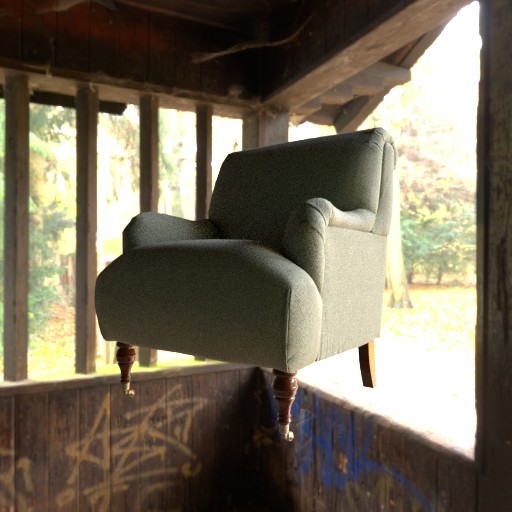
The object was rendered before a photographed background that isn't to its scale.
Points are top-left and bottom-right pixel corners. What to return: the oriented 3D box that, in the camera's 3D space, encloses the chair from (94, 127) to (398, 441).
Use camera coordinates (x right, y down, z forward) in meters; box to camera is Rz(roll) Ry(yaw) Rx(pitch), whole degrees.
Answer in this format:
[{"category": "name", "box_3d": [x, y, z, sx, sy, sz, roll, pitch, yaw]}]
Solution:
[{"category": "chair", "box_3d": [0.000, 0.000, 1.935, 0.964, 1.178, 1.060, 0, 0, 35]}]
